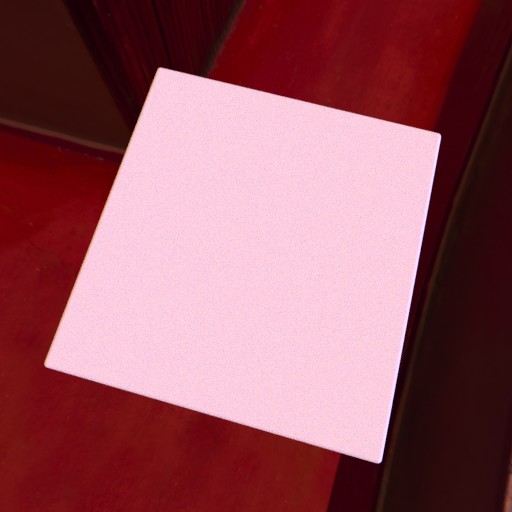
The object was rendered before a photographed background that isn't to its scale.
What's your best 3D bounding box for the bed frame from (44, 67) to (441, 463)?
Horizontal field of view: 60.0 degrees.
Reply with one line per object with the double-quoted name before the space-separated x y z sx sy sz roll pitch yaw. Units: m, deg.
"bed frame" 0.000 0.000 3.011 1.963 0.659 2.079 15 75 4
